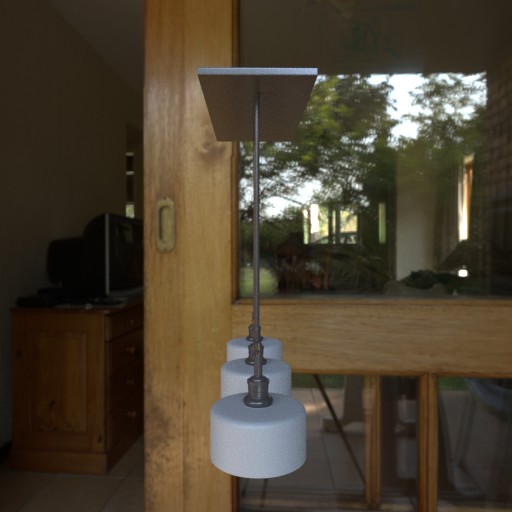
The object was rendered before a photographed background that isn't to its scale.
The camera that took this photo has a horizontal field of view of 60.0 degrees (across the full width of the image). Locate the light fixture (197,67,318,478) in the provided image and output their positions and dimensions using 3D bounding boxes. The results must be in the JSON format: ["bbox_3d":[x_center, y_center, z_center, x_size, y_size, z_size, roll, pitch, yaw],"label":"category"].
[{"bbox_3d":[0.000,0.000,0.849,0.177,0.557,0.582,0,1,-1],"label":"light fixture"}]
